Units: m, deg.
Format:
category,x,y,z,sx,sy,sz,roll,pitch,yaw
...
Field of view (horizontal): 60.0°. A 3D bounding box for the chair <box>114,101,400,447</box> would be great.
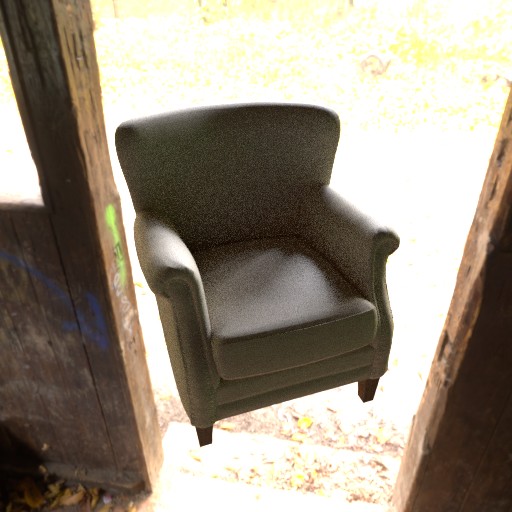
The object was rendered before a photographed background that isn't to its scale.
category,x,y,z,sx,sy,sz,roll,pitch,yaw
chair,0.000,0.000,1.648,0.861,0.936,0.921,-10,33,-16
